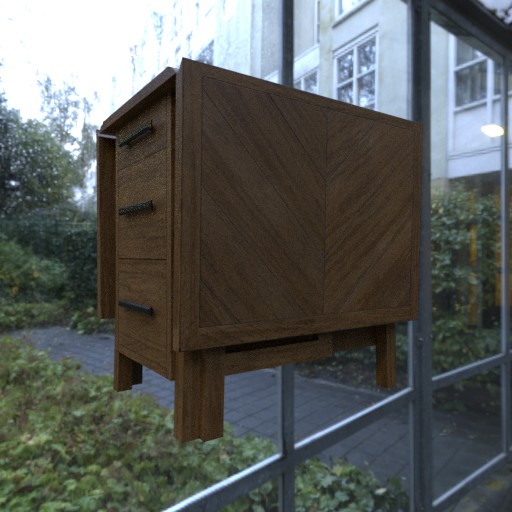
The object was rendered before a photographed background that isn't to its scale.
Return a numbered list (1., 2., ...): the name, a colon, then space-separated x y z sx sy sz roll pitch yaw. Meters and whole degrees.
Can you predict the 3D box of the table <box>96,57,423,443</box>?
1. table: 0.000 0.000 1.287 0.746 0.763 0.591 0 0 -35
